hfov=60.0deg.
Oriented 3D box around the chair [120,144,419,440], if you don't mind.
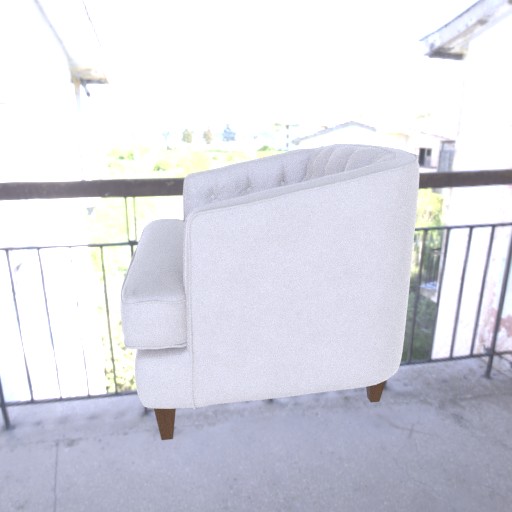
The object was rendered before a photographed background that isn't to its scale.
[{"bbox_3d":[0.000,0.000,1.754,0.941,0.852,1.104,-3,16,-9],"label":"chair"}]
